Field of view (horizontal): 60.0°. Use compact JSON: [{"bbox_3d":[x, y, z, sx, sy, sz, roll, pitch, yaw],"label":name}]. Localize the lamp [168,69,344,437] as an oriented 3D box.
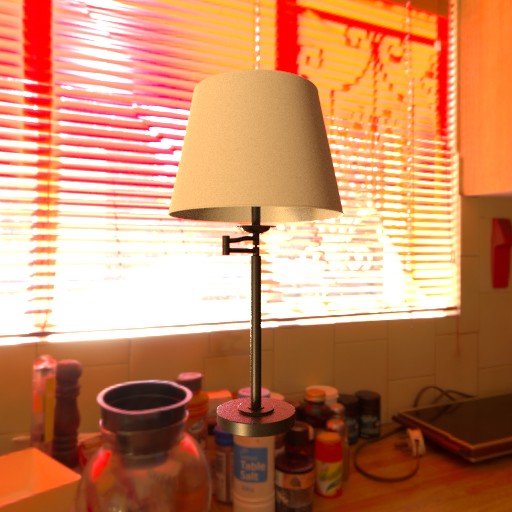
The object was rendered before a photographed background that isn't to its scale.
[{"bbox_3d":[0.000,0.000,0.931,0.363,0.696,0.363,0,0,0],"label":"lamp"}]
